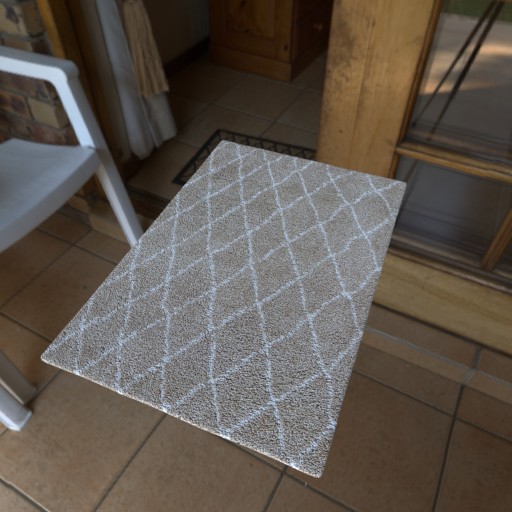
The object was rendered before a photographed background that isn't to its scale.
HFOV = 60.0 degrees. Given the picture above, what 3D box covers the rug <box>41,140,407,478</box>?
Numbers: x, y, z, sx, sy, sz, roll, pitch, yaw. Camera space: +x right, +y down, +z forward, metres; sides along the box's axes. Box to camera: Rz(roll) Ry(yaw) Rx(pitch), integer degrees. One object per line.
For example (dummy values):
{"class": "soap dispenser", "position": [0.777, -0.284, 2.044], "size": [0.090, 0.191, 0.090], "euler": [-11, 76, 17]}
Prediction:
{"class": "rug", "position": [0.000, 0.000, 2.250], "size": [1.219, 0.030, 1.778], "euler": [17, 49, 15]}
